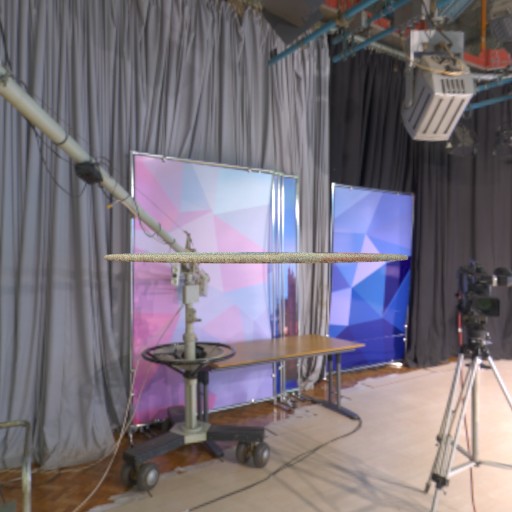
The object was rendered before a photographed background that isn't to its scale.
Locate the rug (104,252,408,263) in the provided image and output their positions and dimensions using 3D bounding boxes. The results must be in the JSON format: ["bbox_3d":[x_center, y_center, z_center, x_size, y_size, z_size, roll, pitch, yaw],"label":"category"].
[{"bbox_3d":[0.000,0.000,3.791,2.461,0.033,2.461,0,1,0],"label":"rug"}]
